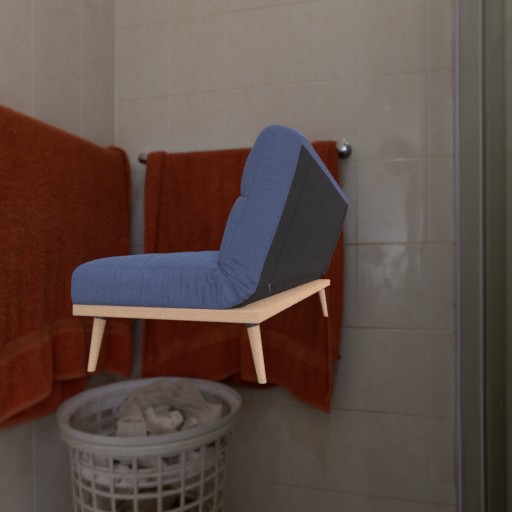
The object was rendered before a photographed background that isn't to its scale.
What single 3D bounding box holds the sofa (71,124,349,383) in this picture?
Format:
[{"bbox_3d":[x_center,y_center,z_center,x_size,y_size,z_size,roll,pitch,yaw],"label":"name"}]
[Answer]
[{"bbox_3d":[0.000,0.000,2.240,0.796,0.800,1.800,0,0,16],"label":"sofa"}]
